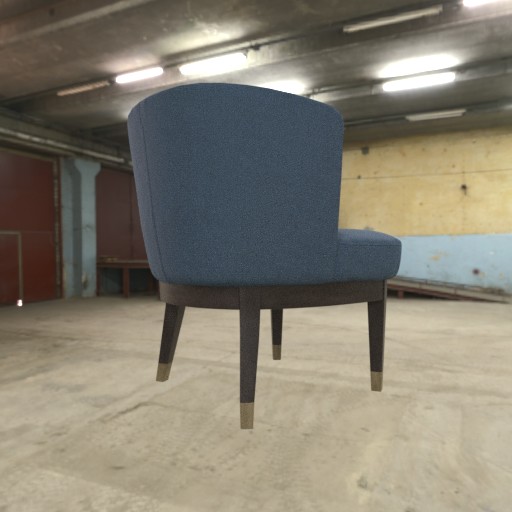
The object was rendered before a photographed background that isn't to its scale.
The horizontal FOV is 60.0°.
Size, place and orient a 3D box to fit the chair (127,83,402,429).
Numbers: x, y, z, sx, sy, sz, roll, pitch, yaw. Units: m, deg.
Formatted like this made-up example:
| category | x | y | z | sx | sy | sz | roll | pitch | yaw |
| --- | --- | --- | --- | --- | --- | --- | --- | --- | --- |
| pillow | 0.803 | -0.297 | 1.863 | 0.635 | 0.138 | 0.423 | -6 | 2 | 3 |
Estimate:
| category | x | y | z | sx | sy | sz | roll | pitch | yaw |
| --- | --- | --- | --- | --- | --- | --- | --- | --- | --- |
| chair | 0.000 | 0.000 | 1.279 | 0.702 | 0.760 | 0.661 | 0 | 1 | -36 |
